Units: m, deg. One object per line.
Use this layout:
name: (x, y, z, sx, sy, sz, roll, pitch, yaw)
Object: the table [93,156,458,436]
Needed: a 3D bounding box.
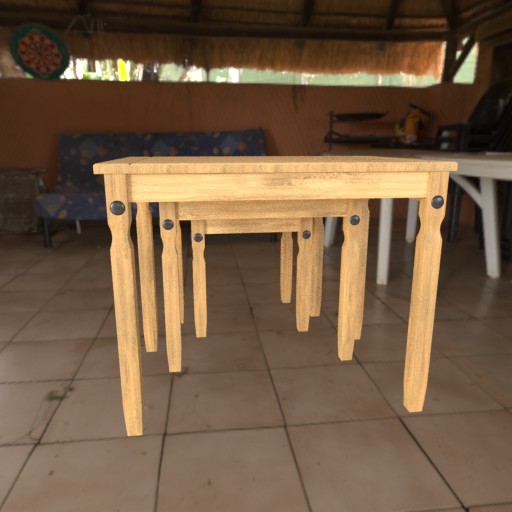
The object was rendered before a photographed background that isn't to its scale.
table: (0.000, 0.000, 1.225, 0.660, 0.535, 0.773, -2, 14, -8)
